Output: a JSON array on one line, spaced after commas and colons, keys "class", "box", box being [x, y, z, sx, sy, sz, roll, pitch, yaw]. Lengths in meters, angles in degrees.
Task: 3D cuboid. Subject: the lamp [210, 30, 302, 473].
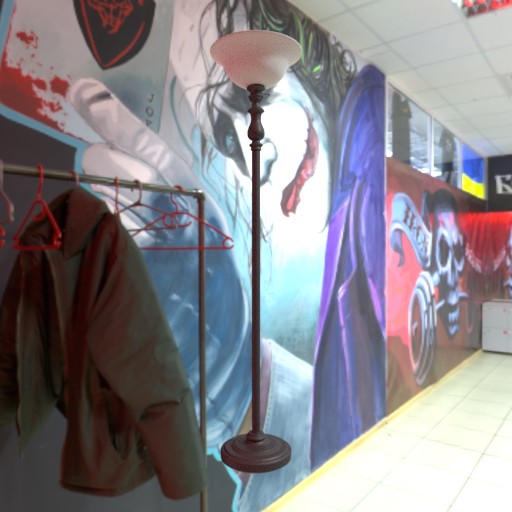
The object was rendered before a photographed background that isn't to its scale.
[{"class": "lamp", "box": [0.000, 0.000, 1.966, 0.405, 1.797, 0.405, 0, 0, -19]}]
